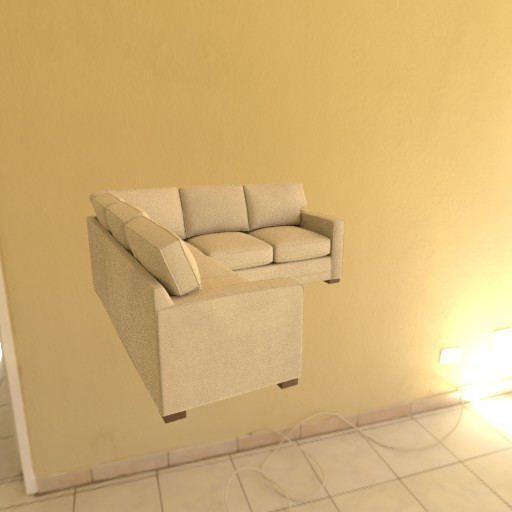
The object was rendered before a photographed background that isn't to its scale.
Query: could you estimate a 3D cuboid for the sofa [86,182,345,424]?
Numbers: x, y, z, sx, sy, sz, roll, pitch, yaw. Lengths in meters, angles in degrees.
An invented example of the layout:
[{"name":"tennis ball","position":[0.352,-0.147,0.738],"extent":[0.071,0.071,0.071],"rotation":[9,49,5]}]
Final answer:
[{"name":"sofa","position":[0.000,0.000,3.466],"extent":[2.189,0.939,2.182],"rotation":[-8,17,-27]}]
